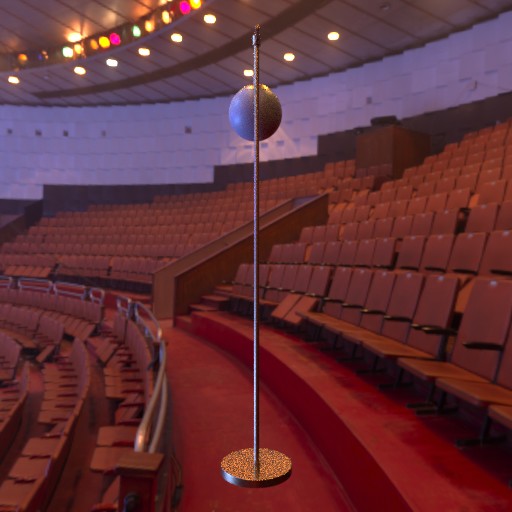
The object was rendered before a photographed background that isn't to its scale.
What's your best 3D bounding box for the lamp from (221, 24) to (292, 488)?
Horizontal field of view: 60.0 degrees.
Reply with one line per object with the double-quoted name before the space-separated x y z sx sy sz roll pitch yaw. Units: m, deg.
"lamp" 0.000 0.000 1.656 0.249 1.505 0.476 0 -1 -1
